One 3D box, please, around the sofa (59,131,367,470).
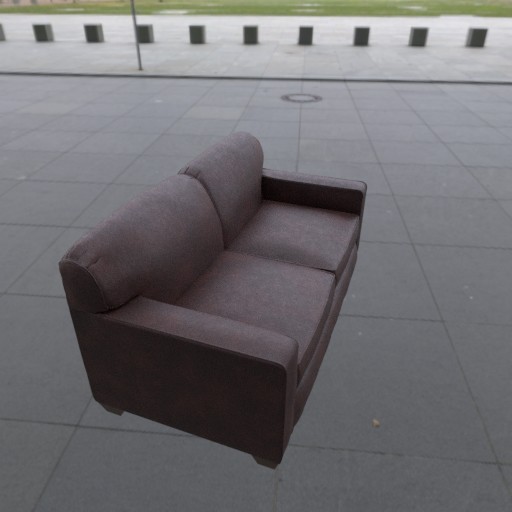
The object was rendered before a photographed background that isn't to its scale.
[{"bbox_3d":[0.000,0.000,2.499,1.000,0.966,1.856,11,33,18],"label":"sofa"}]
